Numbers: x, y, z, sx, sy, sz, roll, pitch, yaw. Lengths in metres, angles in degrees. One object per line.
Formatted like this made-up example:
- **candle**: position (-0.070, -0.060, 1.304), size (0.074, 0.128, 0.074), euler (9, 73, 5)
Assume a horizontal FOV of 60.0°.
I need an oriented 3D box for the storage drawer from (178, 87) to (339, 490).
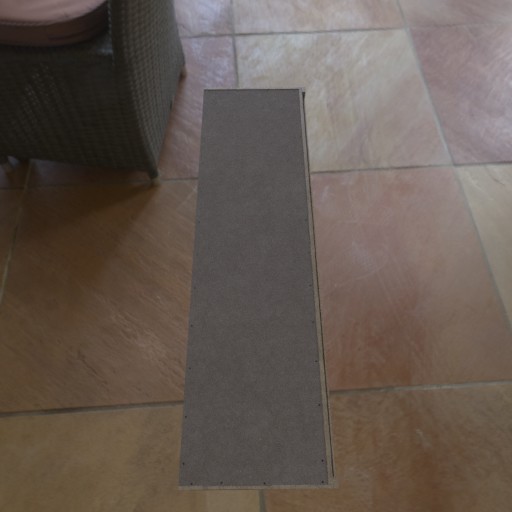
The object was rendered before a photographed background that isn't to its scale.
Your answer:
- **storage drawer**: position (0.000, 0.000, 2.222), size (0.591, 0.274, 2.072), euler (0, 62, 0)
